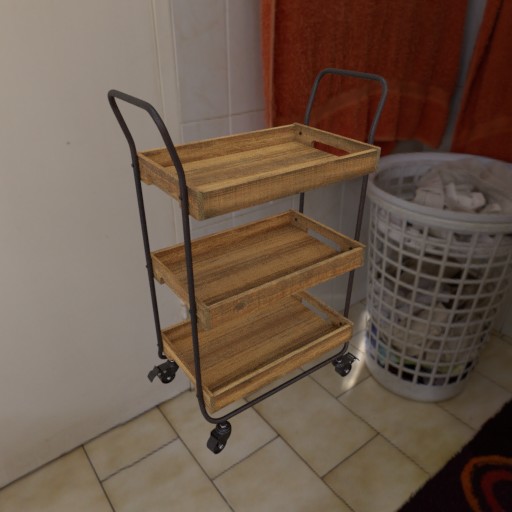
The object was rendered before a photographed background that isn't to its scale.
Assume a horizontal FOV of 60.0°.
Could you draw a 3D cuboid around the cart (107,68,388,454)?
[{"bbox_3d":[0.000,0.000,1.156,0.583,0.857,0.339,-19,35,-30],"label":"cart"}]
